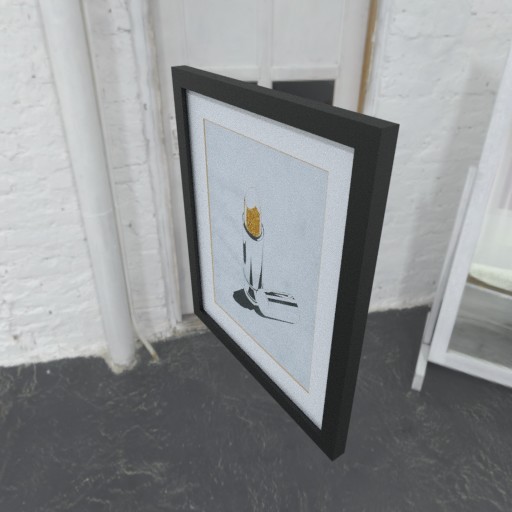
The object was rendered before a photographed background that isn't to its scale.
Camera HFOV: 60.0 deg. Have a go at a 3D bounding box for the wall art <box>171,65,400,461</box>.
[{"bbox_3d":[0.000,0.000,0.528,0.019,0.381,0.330,-20,37,-29],"label":"wall art"}]
